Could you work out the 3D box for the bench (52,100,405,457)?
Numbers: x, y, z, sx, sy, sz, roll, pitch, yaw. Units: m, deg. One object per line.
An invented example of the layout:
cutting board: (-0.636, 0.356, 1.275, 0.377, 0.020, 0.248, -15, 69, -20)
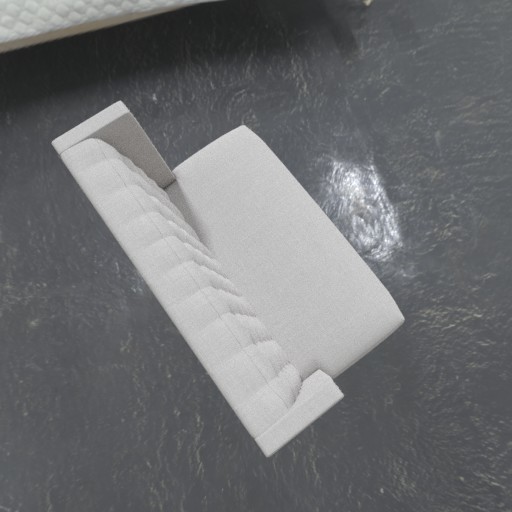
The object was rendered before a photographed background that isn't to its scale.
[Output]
bench: (0.000, 0.000, 1.994, 0.847, 1.123, 1.280, -35, 77, -9)
